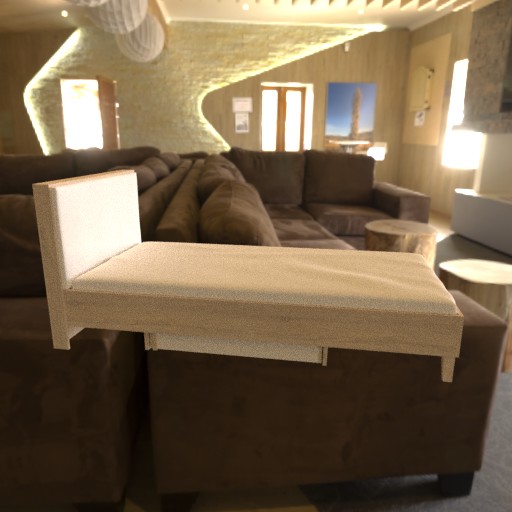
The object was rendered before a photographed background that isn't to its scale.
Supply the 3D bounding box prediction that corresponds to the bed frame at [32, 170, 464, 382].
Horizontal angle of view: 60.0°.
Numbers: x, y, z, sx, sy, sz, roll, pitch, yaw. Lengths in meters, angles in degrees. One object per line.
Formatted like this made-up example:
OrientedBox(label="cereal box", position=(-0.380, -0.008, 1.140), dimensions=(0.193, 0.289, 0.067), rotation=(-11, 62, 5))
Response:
OrientedBox(label="bed frame", position=(0.000, 0.000, 2.667), dimensions=(2.140, 0.920, 0.990), rotation=(3, 16, 10))
